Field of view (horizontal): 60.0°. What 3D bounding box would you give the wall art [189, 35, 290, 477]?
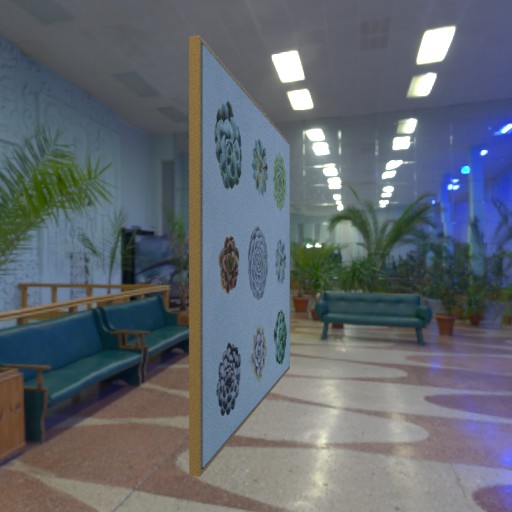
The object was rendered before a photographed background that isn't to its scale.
[{"bbox_3d":[0.000,0.000,0.678,0.013,0.455,0.457,0,0,16],"label":"wall art"}]
